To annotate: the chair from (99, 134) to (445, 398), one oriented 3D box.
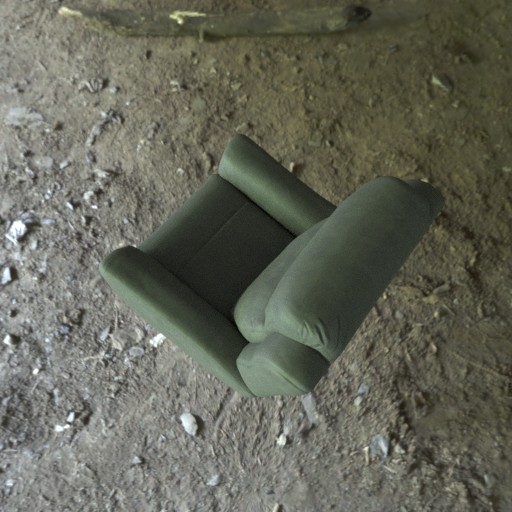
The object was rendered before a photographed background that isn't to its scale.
[{"bbox_3d":[0.000,0.000,1.930,1.068,1.116,0.967,35,68,17],"label":"chair"}]
